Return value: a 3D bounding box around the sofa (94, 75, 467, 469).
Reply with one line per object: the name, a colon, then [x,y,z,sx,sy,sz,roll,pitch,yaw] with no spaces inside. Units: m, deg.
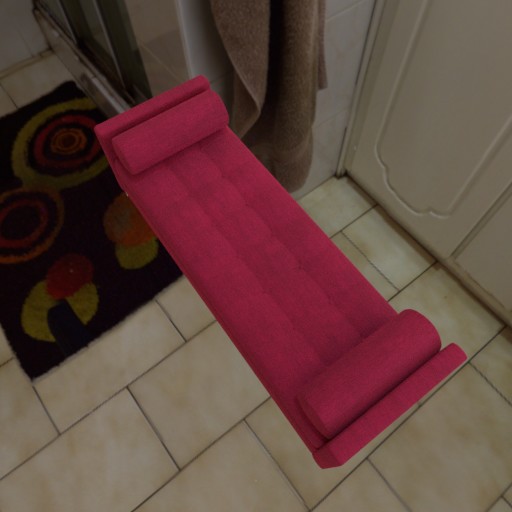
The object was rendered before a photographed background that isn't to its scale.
sofa: [0.000,0.000,2.306,0.686,0.635,1.981,-33,68,-15]
